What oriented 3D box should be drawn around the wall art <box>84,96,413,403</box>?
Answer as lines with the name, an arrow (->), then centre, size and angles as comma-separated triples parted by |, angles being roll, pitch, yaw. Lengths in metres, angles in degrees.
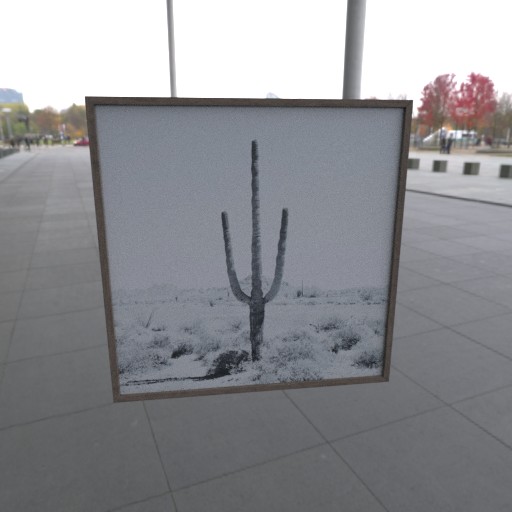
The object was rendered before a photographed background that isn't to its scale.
wall art -> 0.000, 0.000, 1.136 | 0.762, 0.762, 0.038 | -2, 15, -8
